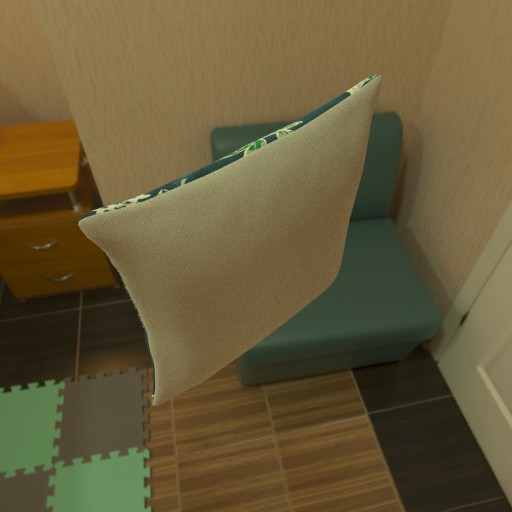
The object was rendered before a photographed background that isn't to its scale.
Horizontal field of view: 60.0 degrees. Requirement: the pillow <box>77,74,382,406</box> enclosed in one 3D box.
[{"bbox_3d":[0.000,0.000,0.789,0.525,0.508,0.166,-33,56,-26],"label":"pillow"}]
